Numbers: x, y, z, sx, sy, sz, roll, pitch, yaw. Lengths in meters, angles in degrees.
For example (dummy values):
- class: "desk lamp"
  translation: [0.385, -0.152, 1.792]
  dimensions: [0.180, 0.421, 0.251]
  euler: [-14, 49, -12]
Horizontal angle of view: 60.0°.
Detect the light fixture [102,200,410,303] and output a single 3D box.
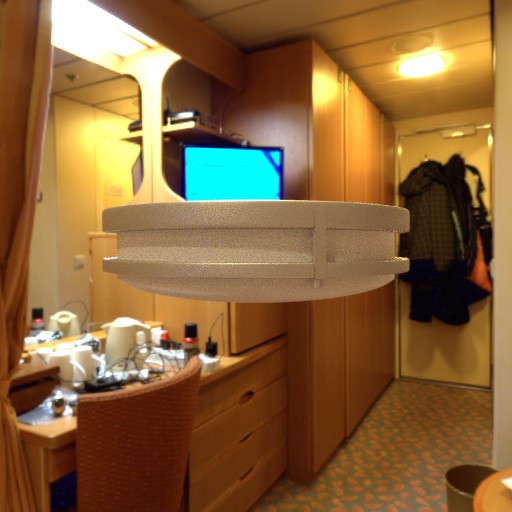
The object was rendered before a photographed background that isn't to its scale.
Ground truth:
- class: "light fixture"
  translation: [0.000, 0.000, 0.541]
  dimensions: [0.356, 0.102, 0.356]
  euler: [0, 1, 0]
